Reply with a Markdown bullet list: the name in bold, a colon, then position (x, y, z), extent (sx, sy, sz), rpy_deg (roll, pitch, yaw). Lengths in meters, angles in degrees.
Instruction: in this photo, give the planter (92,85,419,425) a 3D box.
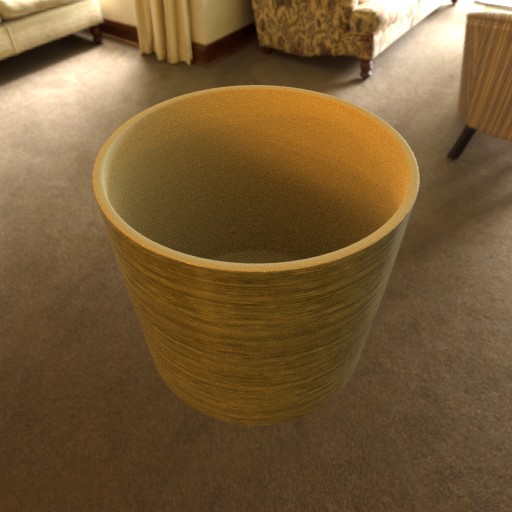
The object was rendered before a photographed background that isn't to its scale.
- **planter**: position (0.000, 0.000, 0.381), extent (0.221, 0.201, 0.221), rpy_deg (0, 45, 0)
